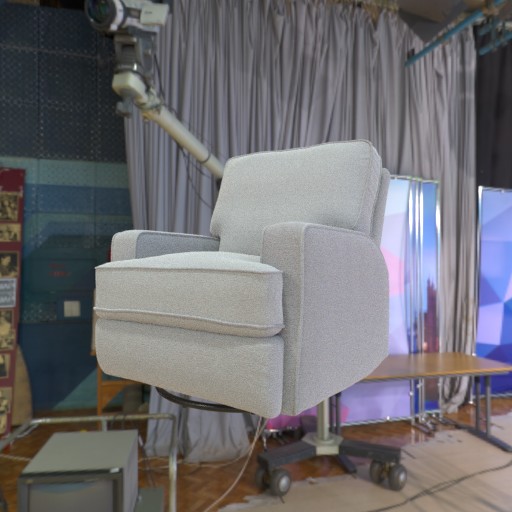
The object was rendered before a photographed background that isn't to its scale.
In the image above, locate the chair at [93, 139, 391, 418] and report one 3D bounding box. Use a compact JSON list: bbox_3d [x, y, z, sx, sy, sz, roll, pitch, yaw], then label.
[{"bbox_3d":[0.000,0.000,1.728,0.861,0.964,0.969,0,0,36],"label":"chair"}]
